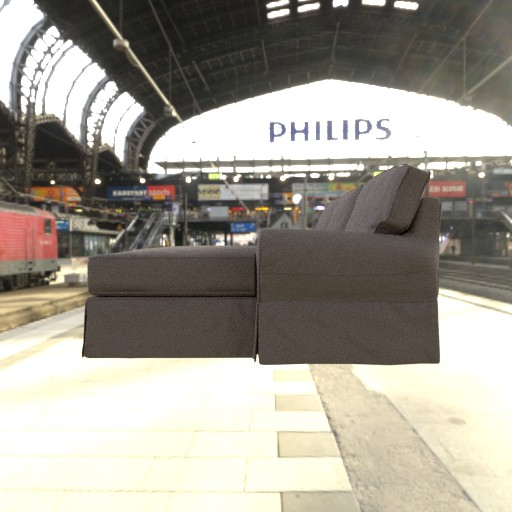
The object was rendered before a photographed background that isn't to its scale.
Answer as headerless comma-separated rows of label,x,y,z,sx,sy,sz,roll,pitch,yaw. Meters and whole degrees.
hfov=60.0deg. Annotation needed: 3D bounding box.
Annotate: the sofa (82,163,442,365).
sofa,0.000,0.000,3.262,1.733,0.978,2.475,0,1,-1
